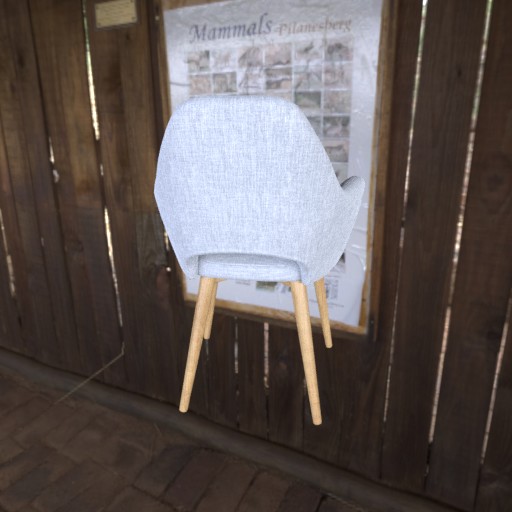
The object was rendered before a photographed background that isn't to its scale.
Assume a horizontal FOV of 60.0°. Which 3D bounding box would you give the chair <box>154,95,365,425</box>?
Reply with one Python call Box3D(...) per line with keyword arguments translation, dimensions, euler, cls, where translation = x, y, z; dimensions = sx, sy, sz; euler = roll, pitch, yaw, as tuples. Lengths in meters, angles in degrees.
Box3D(translation=(0.000, 0.000, 1.274), dimensions=(0.590, 0.840, 0.610), euler=(2, 17, 8), cls="chair")
